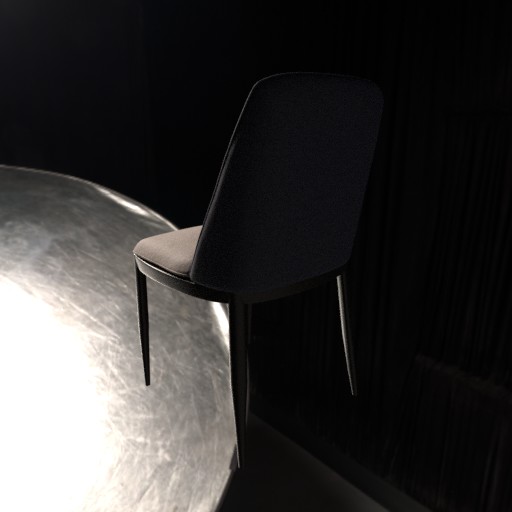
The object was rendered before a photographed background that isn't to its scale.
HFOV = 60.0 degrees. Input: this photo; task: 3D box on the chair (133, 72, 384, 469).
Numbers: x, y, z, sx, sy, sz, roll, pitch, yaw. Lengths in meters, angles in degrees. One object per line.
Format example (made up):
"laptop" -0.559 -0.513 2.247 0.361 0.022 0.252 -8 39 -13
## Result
"chair" 0.000 0.000 1.161 0.480 0.839 0.551 -14 21 -40
